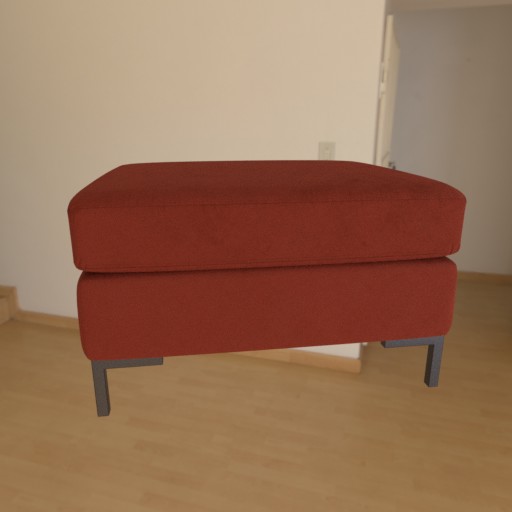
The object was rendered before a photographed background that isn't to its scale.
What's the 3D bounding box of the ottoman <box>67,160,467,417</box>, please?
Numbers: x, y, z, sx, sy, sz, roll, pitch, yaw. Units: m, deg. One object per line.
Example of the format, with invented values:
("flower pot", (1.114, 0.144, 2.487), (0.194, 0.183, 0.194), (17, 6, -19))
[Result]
("ottoman", (0.000, 0.000, 1.165), (0.782, 0.462, 0.650), (-2, 17, -8))
